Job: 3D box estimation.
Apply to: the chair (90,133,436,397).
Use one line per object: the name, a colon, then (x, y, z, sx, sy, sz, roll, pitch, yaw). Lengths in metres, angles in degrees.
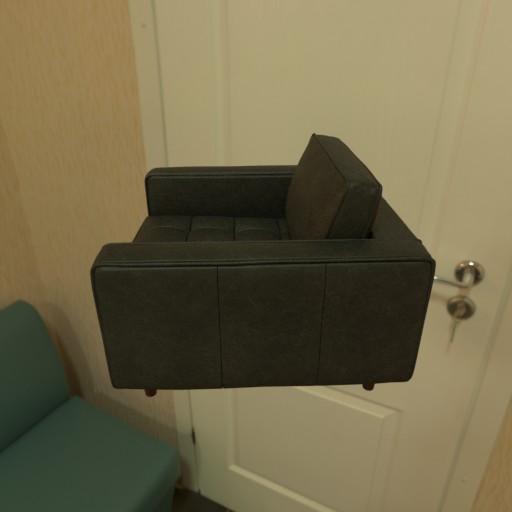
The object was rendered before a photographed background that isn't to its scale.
chair: (0.000, 0.000, 1.599, 0.914, 0.763, 0.889, -1, 27, -2)
